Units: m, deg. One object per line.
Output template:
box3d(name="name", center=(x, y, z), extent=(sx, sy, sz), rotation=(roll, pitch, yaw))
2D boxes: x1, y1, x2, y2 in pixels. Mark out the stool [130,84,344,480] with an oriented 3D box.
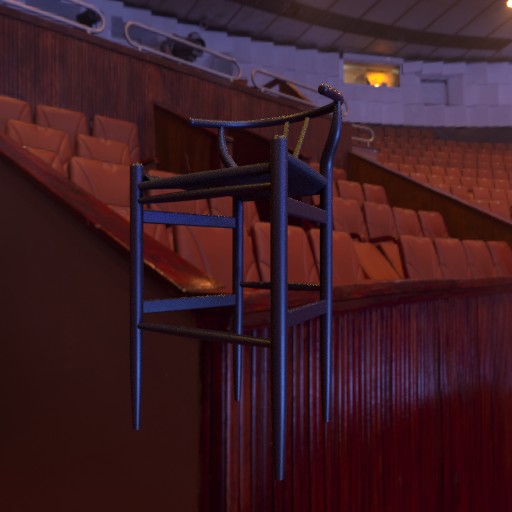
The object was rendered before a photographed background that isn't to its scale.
box3d(name="stool", center=(0.000, 0.000, 1.438), extent=(0.569, 1.072, 0.579), rotation=(0, 0, 36))
